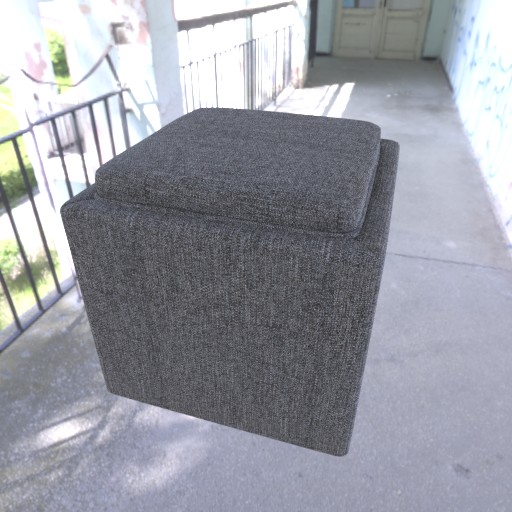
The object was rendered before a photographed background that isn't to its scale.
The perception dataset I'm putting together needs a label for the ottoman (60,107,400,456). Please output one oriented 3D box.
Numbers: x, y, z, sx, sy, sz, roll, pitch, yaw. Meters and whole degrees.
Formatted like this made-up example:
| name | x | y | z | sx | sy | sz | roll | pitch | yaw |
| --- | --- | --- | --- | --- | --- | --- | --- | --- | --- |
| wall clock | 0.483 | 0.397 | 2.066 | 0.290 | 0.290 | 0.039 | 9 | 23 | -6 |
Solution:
| name | x | y | z | sx | sy | sz | roll | pitch | yaw |
| --- | --- | --- | --- | --- | --- | --- | --- | --- | --- |
| ottoman | 0.000 | 0.000 | 0.830 | 0.450 | 0.460 | 0.450 | 10 | 34 | 15 |
